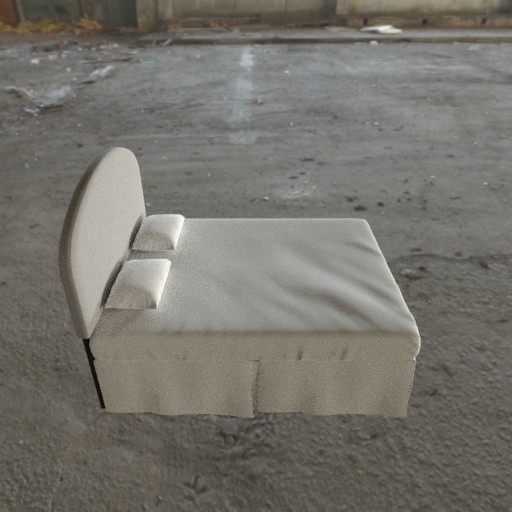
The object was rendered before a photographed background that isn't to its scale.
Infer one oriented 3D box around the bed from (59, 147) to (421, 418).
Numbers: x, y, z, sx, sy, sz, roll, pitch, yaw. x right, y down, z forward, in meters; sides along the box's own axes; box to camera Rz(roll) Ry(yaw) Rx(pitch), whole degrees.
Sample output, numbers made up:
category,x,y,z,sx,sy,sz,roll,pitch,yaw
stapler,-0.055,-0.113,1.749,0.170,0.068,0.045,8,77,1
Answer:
category,x,y,z,sx,sy,sz,roll,pitch,yaw
bed,0.000,0.000,3.082,2.005,1.410,1.607,0,32,0
